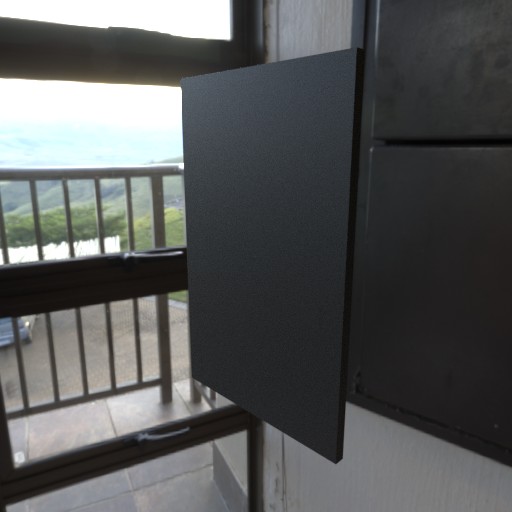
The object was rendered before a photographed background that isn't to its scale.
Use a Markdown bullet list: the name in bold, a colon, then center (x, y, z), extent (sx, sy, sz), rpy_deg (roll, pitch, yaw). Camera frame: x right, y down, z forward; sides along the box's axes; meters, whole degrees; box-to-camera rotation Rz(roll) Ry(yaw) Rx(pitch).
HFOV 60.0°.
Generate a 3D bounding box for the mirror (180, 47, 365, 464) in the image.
- **mirror**: center (0.000, 0.000, 1.534), extent (0.038, 1.219, 0.762), rpy_deg (-13, 19, -43)
